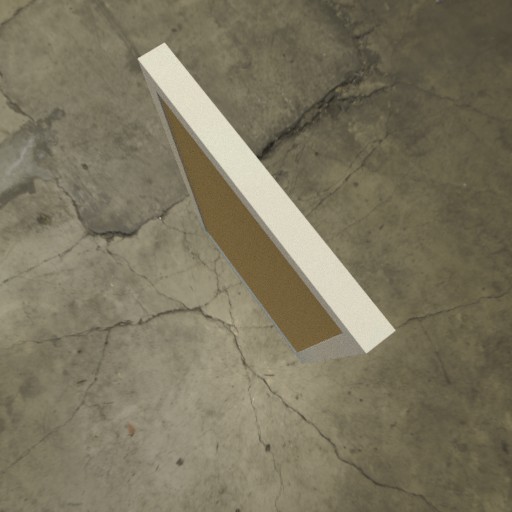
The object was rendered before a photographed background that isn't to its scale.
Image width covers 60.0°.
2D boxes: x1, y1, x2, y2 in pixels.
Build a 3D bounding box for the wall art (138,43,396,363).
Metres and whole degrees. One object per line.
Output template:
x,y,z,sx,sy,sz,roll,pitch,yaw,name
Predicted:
0.000,0.000,0.763,0.038,0.611,0.408,-35,78,-9,wall art
